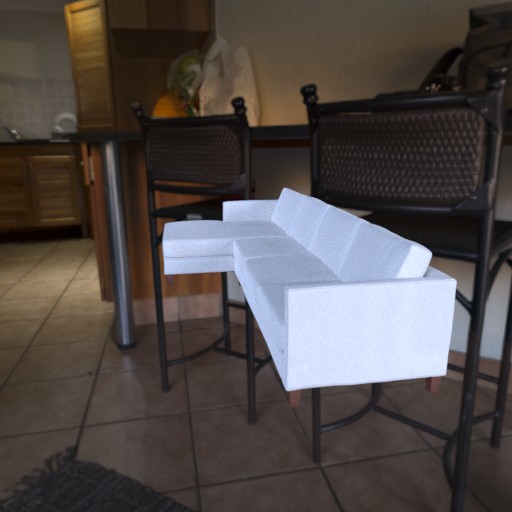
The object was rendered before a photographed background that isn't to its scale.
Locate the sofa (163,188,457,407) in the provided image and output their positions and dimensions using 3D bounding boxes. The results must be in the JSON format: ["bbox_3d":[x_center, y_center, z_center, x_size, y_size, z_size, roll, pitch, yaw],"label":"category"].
[{"bbox_3d":[0.000,0.000,3.776,1.625,0.861,3.186,-3,15,-10],"label":"sofa"}]
